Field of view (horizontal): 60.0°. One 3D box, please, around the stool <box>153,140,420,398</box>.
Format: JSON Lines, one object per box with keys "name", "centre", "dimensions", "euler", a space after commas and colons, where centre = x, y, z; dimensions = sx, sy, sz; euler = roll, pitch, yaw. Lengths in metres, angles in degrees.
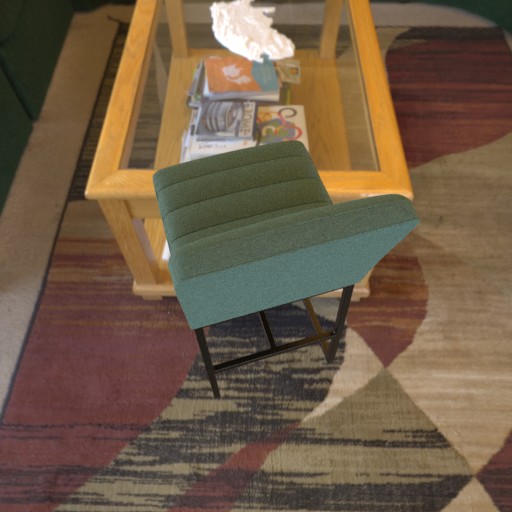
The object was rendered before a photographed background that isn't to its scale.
{"name": "stool", "centre": [0.000, 0.000, 1.270], "dimensions": [0.460, 0.940, 0.560], "euler": [-15, 59, -9]}
